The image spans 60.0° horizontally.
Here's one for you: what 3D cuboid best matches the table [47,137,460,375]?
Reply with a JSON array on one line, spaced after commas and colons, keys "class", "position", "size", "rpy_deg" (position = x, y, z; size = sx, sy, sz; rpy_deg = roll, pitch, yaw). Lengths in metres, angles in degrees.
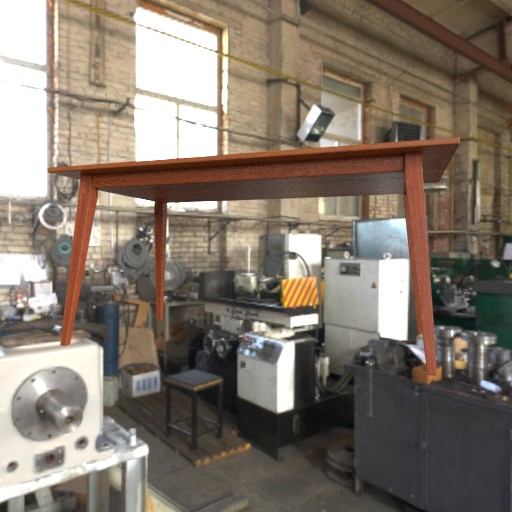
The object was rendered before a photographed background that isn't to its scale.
[{"class": "table", "position": [0.000, 0.000, 2.026], "size": [1.609, 0.755, 0.811], "rpy_deg": [0, 0, 18]}]
